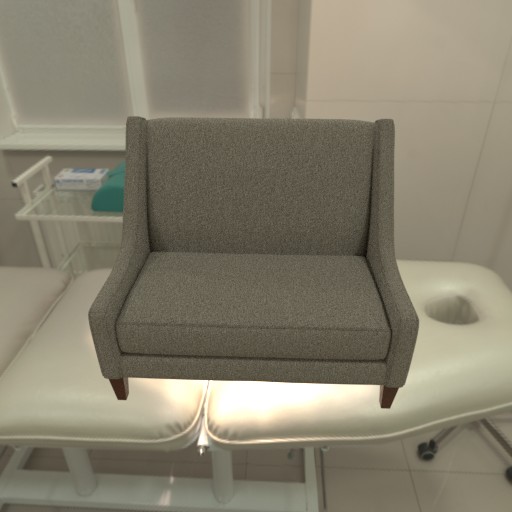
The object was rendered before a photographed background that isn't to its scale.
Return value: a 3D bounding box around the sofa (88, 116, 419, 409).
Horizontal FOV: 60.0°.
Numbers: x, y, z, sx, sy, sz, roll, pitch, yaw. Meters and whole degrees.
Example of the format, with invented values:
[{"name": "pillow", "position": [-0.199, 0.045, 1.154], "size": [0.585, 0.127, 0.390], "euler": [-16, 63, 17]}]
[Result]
[{"name": "sofa", "position": [0.000, 0.000, 1.958], "size": [1.242, 1.026, 0.862], "euler": [1, 31, 2]}]
